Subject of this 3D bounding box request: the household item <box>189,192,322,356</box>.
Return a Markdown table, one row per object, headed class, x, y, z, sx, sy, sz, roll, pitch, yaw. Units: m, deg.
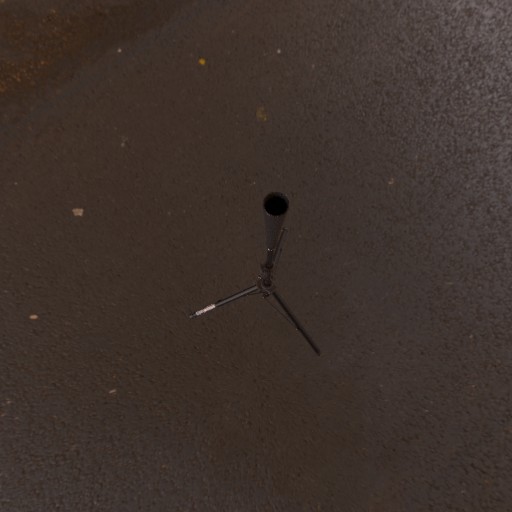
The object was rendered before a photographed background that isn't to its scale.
| class | x | y | z | sx | sy | sz | roll | pitch | yaw |
| --- | --- | --- | --- | --- | --- | --- | --- | --- | --- |
| household item | 0.000 | 0.000 | 1.405 | 0.559 | 1.067 | 0.559 | 1 | 74 | 0 |
